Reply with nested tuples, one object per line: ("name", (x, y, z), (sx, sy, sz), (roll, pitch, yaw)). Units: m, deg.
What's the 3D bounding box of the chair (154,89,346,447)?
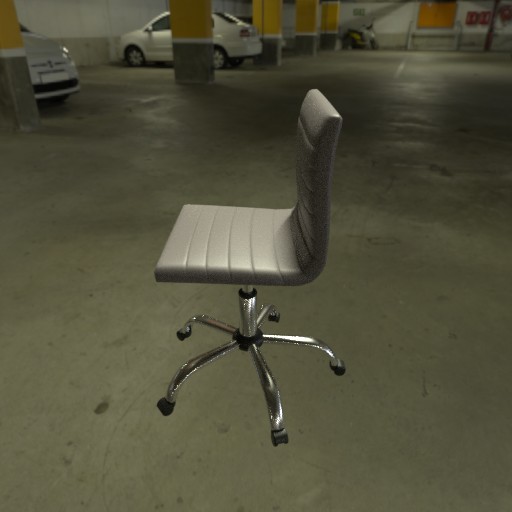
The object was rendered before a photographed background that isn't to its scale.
("chair", (0.000, 0.000, 1.150), (0.530, 0.780, 0.556), (0, 27, 1))
